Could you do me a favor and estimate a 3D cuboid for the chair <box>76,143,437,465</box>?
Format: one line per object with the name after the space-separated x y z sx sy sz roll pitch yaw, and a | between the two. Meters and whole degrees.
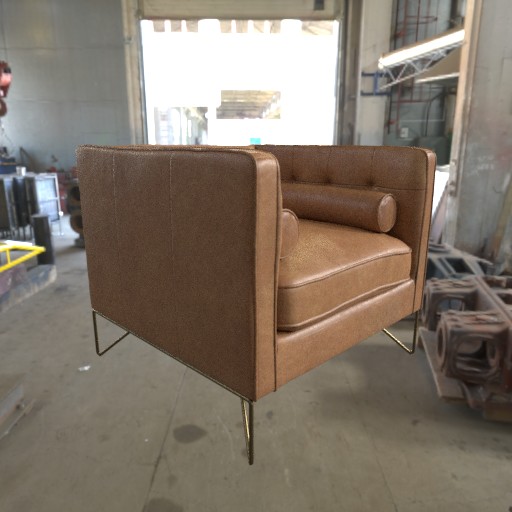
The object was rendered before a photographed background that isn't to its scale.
0.000 0.000 1.630 0.920 0.797 0.912 -14 20 -43 | chair
